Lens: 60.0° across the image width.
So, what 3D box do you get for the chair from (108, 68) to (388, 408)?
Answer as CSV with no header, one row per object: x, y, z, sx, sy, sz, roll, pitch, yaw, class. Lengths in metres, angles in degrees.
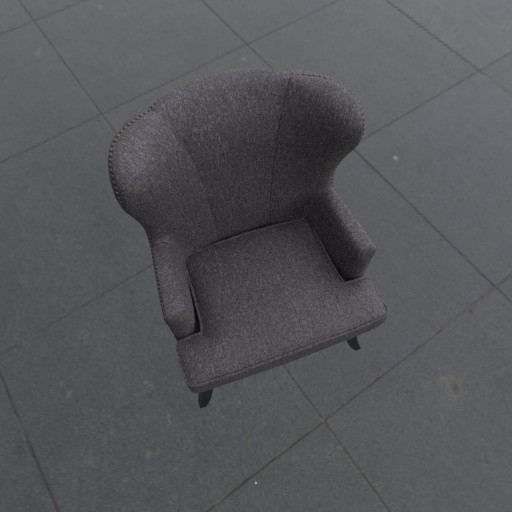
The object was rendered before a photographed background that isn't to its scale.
0.000,0.000,1.625,0.759,1.060,0.758,-18,64,-9,chair
